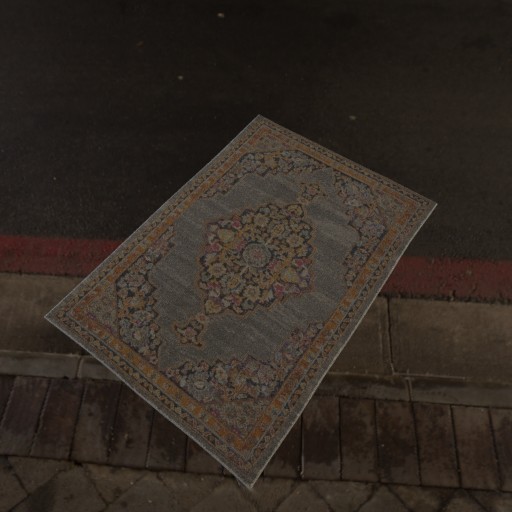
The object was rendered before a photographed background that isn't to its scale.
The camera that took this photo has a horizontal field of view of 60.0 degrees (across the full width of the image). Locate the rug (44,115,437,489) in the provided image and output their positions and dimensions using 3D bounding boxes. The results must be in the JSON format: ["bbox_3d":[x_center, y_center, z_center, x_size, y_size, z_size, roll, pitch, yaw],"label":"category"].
[{"bbox_3d":[0.000,0.000,3.791,2.043,0.026,2.901,32,64,18],"label":"rug"}]
